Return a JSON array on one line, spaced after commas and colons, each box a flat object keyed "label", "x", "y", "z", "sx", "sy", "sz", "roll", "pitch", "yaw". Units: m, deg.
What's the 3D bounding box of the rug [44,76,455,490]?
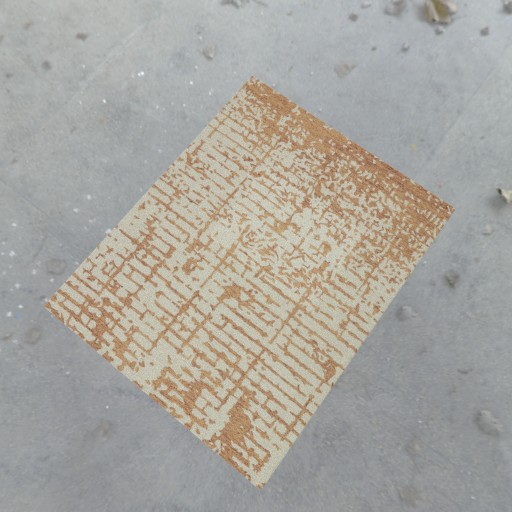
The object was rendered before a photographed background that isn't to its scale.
[{"label": "rug", "x": 0.000, "y": 0.000, "z": 4.082, "sx": 2.441, "sy": 0.011, "sz": 3.050, "roll": 36, "pitch": 77, "yaw": 10}]
